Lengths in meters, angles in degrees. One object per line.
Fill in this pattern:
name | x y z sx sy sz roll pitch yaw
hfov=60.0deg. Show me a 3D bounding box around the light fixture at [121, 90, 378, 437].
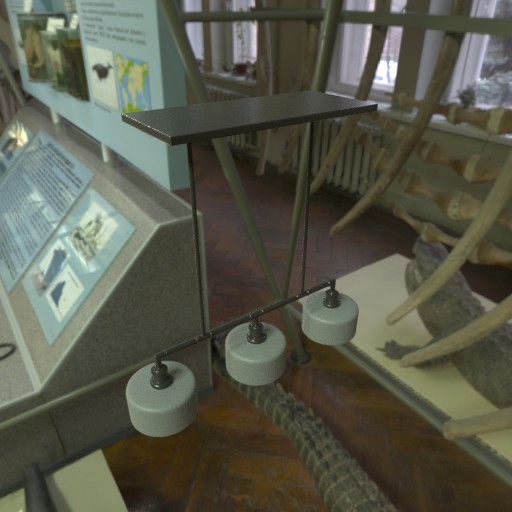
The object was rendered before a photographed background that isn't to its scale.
light fixture | 0.000 0.000 0.866 0.582 0.557 0.177 -19 34 -30
